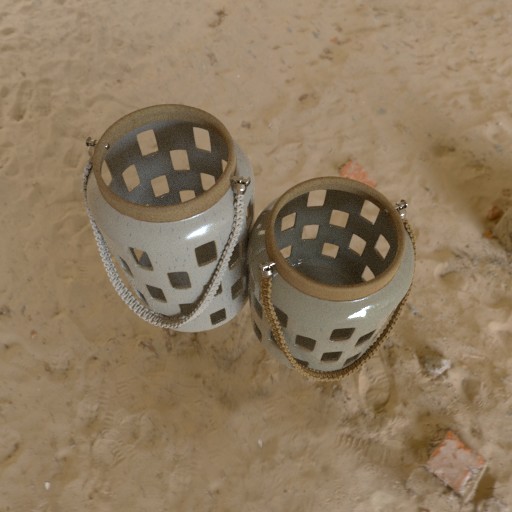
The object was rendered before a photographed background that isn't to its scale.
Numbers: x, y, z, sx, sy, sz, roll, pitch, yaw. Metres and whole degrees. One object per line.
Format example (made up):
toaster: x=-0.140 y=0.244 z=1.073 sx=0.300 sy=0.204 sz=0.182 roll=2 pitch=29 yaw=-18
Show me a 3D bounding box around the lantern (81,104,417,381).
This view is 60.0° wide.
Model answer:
lantern: x=0.000 y=0.000 z=0.494 sx=0.347 sy=0.255 sz=0.184 roll=16 pitch=61 yaw=9
